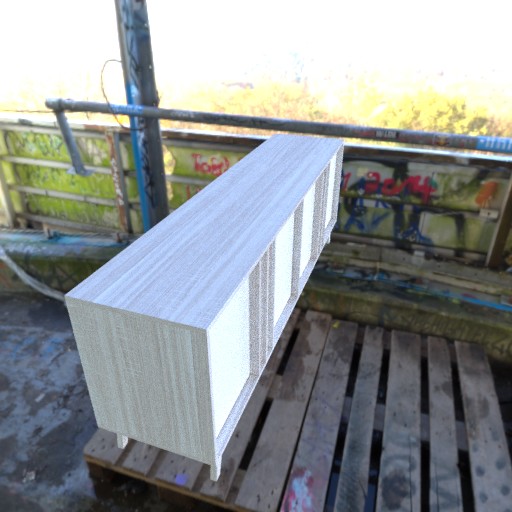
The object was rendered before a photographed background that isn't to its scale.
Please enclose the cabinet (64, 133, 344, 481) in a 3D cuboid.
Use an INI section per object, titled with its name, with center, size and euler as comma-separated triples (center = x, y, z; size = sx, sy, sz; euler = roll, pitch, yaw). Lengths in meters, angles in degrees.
[cabinet]
center = 0.000, 0.000, 2.430
size = 0.500, 0.780, 2.200
euler = 10, 31, 17
